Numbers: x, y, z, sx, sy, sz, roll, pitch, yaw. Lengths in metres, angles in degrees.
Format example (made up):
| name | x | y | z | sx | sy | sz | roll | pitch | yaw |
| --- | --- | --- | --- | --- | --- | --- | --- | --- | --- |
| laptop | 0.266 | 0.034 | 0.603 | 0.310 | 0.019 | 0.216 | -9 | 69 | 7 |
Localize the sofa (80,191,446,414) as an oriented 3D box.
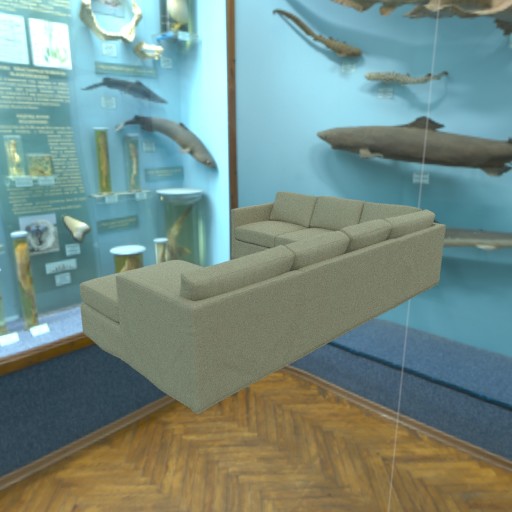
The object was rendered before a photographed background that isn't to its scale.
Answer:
| name | x | y | z | sx | sy | sz | roll | pitch | yaw |
| --- | --- | --- | --- | --- | --- | --- | --- | --- | --- |
| sofa | 0.000 | 0.000 | 4.559 | 3.460 | 0.882 | 2.427 | -15 | 21 | -43 |
